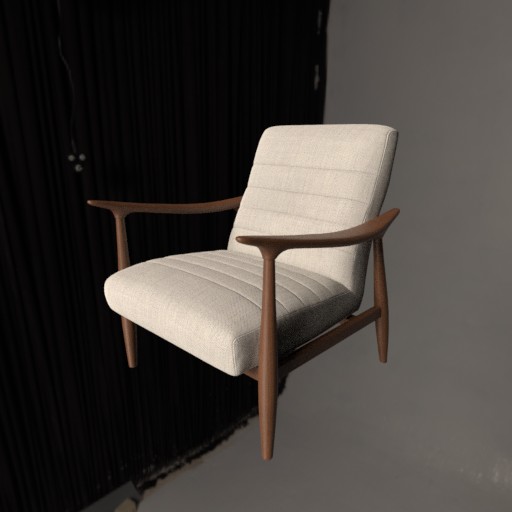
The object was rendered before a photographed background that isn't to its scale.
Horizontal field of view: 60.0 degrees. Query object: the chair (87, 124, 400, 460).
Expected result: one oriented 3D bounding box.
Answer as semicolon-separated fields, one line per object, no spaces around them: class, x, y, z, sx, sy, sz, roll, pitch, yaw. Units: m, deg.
chair;0.000;0.000;1.460;0.741;0.832;0.798;15;22;42
